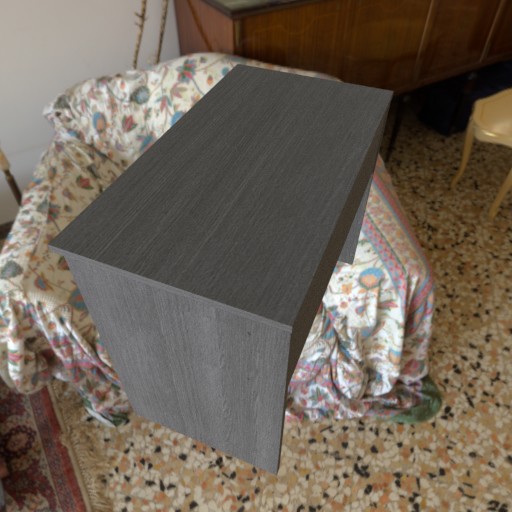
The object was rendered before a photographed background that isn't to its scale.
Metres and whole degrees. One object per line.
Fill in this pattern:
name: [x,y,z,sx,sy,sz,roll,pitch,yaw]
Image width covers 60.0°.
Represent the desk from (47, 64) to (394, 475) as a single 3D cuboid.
desk: [0.000,0.000,1.331,0.498,0.724,0.893,17,48,15]
